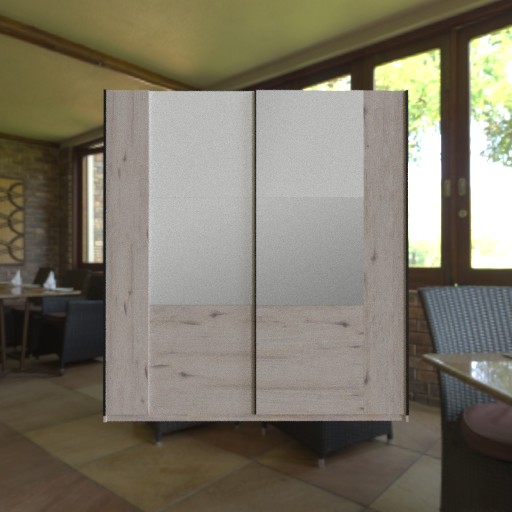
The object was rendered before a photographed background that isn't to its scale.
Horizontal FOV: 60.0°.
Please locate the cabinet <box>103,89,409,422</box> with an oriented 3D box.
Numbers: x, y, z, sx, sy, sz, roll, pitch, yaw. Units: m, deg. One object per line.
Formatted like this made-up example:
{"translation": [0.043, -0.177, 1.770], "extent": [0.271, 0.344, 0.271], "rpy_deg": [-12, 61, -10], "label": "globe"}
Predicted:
{"translation": [0.000, 0.000, 3.230], "extent": [2.000, 2.180, 0.660], "rpy_deg": [0, 0, 0], "label": "cabinet"}
